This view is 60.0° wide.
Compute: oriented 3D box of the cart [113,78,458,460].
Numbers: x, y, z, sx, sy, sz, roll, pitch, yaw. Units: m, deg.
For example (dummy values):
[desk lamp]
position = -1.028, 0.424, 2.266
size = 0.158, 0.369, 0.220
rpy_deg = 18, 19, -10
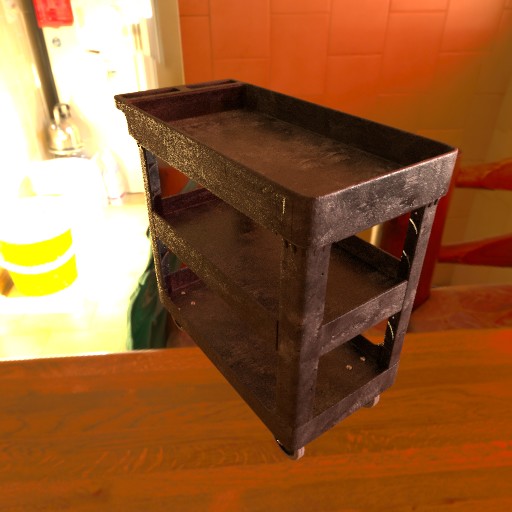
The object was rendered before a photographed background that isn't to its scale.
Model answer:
[cart]
position = 0.000, 0.000, 1.324
size = 0.420, 0.824, 0.877
rpy_deg = -21, 38, -29
